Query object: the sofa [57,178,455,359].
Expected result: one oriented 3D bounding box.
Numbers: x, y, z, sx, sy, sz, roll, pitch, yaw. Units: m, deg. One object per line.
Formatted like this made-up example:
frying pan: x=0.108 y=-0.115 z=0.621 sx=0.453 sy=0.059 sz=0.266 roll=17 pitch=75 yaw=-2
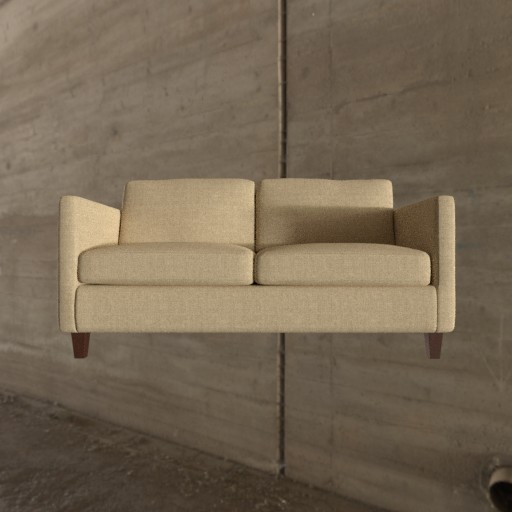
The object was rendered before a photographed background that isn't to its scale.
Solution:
sofa: x=0.000 y=0.000 z=2.508 sx=1.884 sy=0.963 sz=0.950 roll=0 pitch=0 yaw=0
